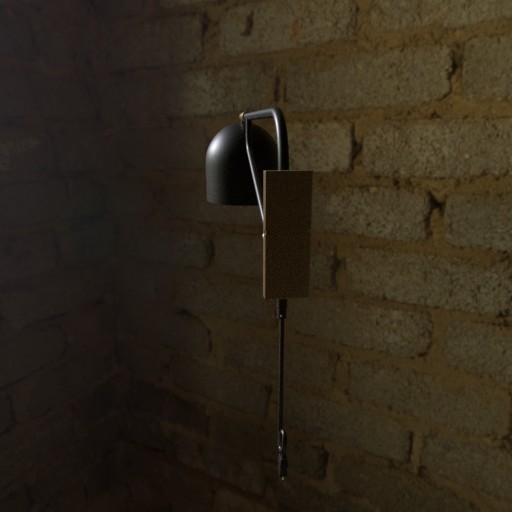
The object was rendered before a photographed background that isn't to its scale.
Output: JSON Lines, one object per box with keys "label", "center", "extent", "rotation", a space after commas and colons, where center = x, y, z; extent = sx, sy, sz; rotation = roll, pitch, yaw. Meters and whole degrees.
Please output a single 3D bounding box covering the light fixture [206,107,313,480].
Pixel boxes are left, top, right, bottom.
{"label": "light fixture", "center": [0.000, 0.000, 1.070], "extent": [0.215, 0.696, 0.720], "rotation": [-2, 14, -8]}
